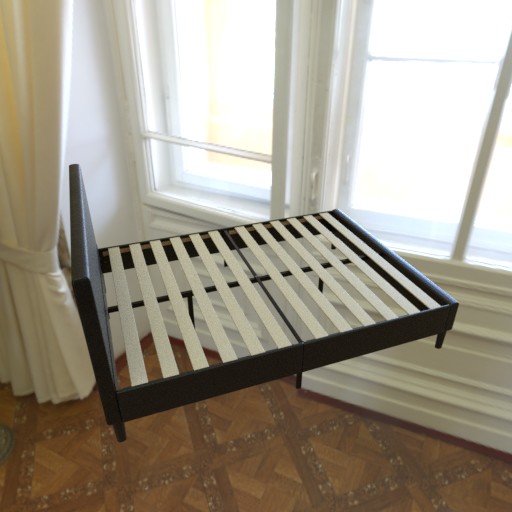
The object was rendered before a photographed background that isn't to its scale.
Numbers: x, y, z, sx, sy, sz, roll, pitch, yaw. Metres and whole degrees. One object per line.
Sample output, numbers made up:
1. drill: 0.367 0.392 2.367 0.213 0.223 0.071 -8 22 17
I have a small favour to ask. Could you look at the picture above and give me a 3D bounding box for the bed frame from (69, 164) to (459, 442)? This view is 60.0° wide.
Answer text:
1. bed frame: 0.000 0.000 3.207 2.318 1.127 1.634 -11 32 -17
